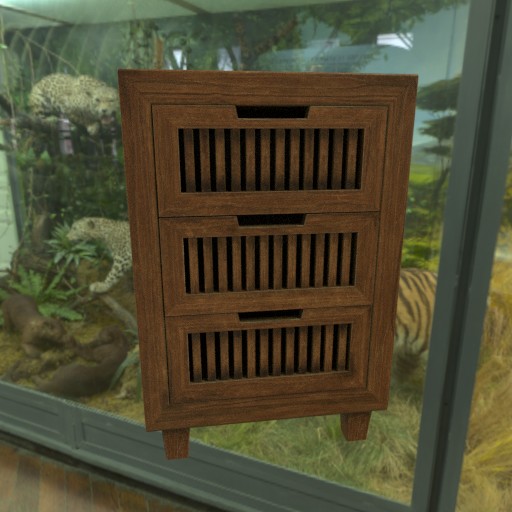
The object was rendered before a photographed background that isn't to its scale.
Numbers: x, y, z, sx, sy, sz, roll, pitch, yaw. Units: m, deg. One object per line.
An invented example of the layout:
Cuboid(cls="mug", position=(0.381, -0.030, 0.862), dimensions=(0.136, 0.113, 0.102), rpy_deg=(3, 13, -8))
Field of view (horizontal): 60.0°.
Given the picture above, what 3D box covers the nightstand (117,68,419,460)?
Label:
Cuboid(cls="nightstand", position=(0.000, 0.000, 0.959), dimensions=(0.465, 0.695, 0.410), rpy_deg=(-2, 16, -8))
